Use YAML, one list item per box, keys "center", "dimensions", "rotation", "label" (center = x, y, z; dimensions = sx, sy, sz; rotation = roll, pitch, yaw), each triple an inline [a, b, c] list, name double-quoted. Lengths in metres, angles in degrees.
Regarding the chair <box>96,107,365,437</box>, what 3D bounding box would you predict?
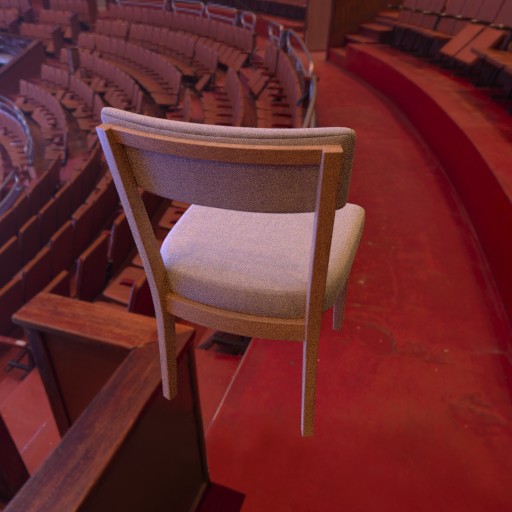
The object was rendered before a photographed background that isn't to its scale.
- center: [0.000, 0.000, 1.173]
  dimensions: [0.508, 0.832, 0.572]
  rotation: [10, 33, 15]
  label: "chair"
